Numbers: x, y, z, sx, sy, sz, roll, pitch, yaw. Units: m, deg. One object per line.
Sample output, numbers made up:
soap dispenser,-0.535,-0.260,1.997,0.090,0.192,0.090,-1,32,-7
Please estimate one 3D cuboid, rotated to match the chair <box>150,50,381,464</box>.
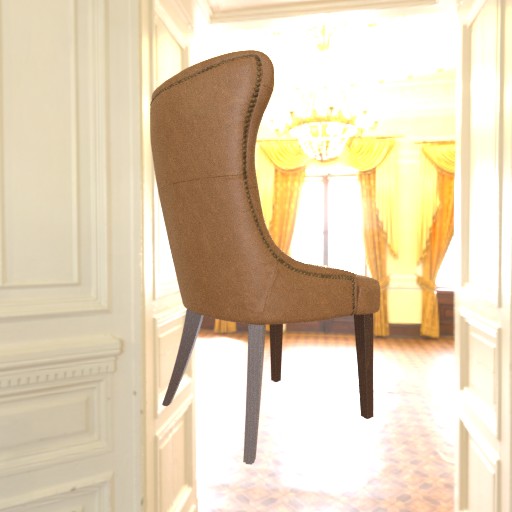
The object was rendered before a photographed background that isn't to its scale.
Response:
chair,0.000,0.000,1.475,0.669,1.065,0.611,-1,2,-36
